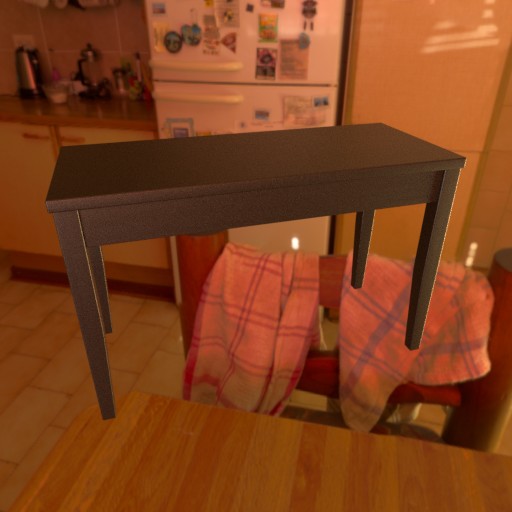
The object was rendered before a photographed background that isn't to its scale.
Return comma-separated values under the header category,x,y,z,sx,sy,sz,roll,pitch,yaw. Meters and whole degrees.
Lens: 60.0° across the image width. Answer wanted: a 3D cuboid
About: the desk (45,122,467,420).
category,x,y,z,sx,sy,sz,roll,pitch,yaw
desk,0.000,0.000,1.623,1.220,0.775,0.508,-8,30,-15
